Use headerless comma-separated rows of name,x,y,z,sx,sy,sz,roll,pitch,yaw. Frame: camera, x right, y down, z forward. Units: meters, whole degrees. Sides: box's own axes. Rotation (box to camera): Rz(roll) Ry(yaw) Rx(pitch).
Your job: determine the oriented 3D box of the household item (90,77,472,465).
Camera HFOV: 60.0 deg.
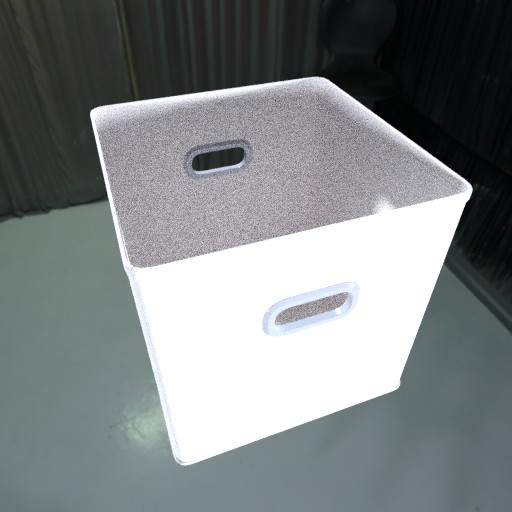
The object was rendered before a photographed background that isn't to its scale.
household item,0.000,0.000,0.550,0.305,0.305,0.305,-14,43,-15
